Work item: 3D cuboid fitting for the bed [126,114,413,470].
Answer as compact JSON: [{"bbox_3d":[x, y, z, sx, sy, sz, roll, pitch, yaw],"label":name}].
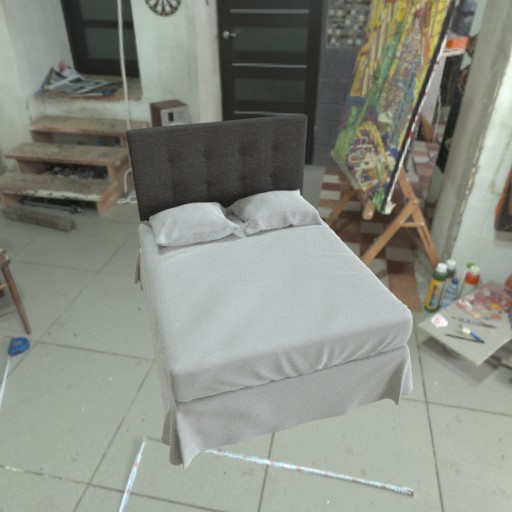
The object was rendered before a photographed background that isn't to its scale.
[{"bbox_3d":[0.000,0.000,3.508,1.936,1.577,2.222,-10,34,-15],"label":"bed"}]
